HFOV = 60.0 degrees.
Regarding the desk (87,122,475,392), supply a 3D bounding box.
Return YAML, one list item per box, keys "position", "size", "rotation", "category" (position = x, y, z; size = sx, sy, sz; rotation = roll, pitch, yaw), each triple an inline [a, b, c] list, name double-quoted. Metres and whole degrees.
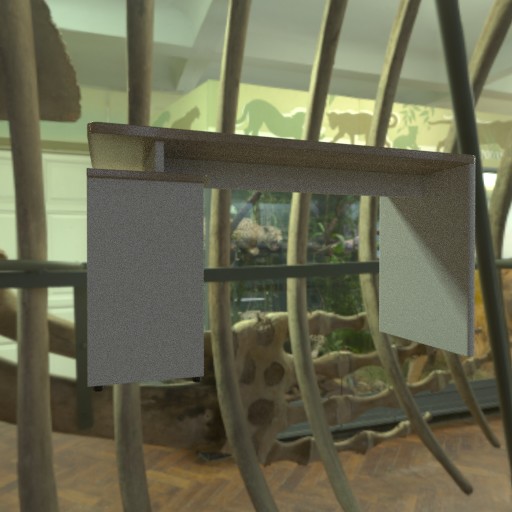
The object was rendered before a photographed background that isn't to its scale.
- position: [0.000, 0.000, 2.021]
  size: [1.400, 0.770, 1.175]
  rotation: [0, 1, -19]
  category: "desk"
